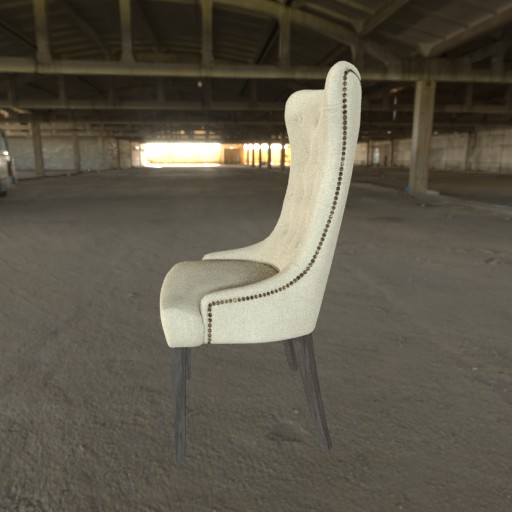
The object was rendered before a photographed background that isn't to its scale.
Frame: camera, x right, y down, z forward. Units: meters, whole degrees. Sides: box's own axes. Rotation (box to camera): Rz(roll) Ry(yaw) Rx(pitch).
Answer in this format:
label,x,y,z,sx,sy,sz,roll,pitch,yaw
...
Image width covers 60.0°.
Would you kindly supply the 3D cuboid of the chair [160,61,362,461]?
label,x,y,z,sx,sy,sz,roll,pitch,yaw
chair,0.000,0.000,1.406,0.590,1.065,0.584,-1,13,-6
